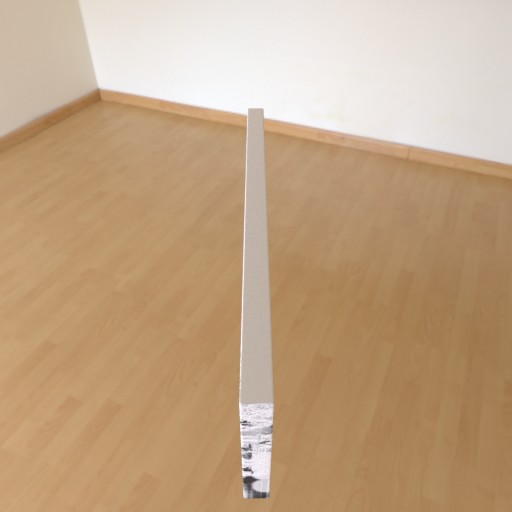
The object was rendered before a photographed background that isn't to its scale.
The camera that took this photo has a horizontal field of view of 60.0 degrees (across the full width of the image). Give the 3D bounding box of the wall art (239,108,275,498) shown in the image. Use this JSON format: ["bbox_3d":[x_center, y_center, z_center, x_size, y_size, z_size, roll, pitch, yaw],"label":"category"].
[{"bbox_3d":[0.000,0.000,0.838,0.038,0.255,0.763,0,41,0],"label":"wall art"}]
